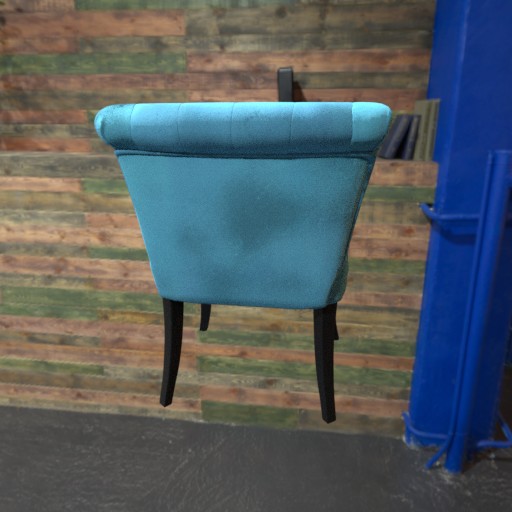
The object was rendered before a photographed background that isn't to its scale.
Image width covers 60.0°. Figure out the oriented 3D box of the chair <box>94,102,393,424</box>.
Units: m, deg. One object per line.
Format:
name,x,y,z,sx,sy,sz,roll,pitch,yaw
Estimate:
chair,0.000,0.000,1.178,0.582,0.750,0.605,2,17,8
